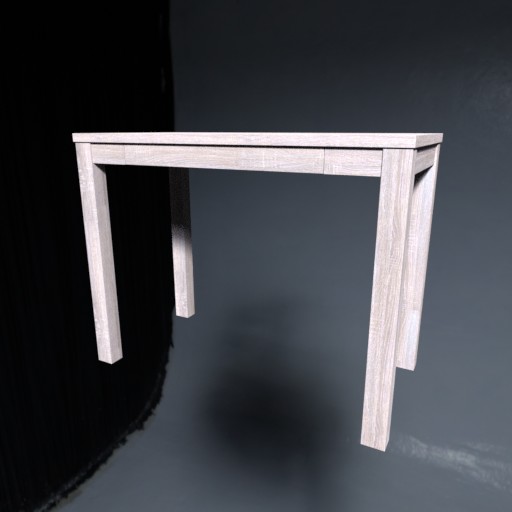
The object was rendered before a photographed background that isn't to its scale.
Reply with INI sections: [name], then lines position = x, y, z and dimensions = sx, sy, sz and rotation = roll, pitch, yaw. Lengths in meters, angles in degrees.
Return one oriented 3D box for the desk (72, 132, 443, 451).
[desk]
position = 0.000, 0.000, 1.429
dimensions = 0.991, 0.762, 0.495
rotation = 8, 18, 27
